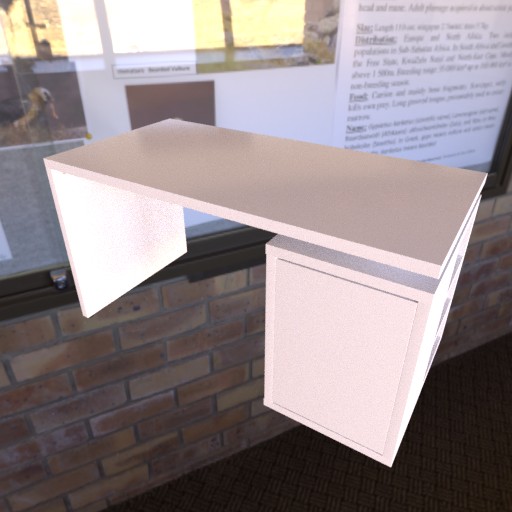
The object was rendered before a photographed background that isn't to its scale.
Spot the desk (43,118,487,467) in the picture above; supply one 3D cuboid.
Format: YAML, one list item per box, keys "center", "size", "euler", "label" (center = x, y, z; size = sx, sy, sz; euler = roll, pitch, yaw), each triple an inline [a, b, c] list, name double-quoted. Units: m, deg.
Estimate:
- center: [0.000, 0.000, 1.742]
  size: [1.400, 0.740, 0.690]
  euler: [18, 35, 27]
  label: "desk"
